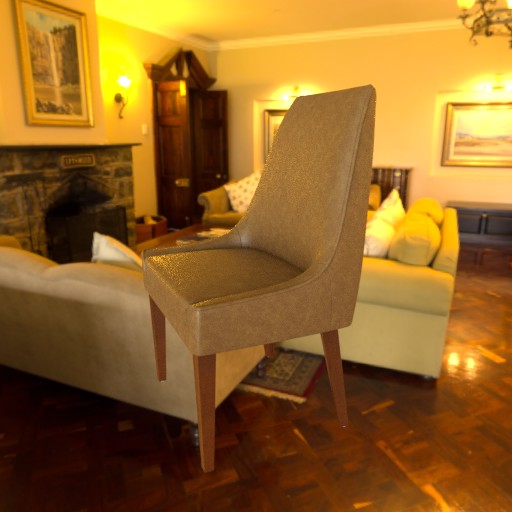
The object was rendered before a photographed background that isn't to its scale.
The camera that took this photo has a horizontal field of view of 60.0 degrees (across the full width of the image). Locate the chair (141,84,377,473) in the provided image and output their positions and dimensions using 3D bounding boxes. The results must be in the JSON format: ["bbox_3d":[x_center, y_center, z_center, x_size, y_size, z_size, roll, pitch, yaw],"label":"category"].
[{"bbox_3d":[0.000,0.000,1.196,0.544,0.861,0.529,-7,16,-25],"label":"chair"}]
